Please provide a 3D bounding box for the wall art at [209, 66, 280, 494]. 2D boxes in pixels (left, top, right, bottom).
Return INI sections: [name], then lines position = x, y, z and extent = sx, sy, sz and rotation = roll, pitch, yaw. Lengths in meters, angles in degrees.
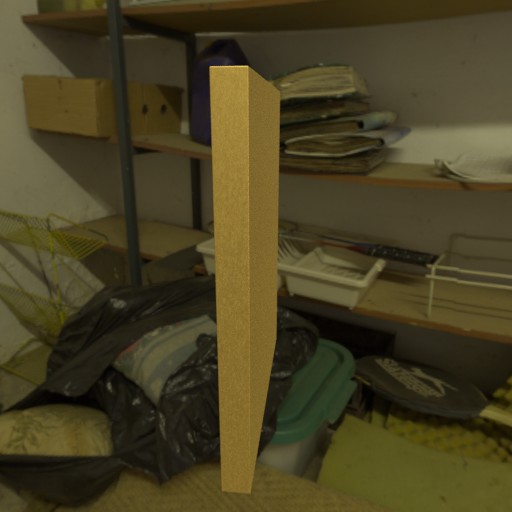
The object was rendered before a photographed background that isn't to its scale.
[wall art]
position = 0.000, 0.000, 0.881
extent = 0.048, 0.642, 0.537
rotation = 2, 17, 7
